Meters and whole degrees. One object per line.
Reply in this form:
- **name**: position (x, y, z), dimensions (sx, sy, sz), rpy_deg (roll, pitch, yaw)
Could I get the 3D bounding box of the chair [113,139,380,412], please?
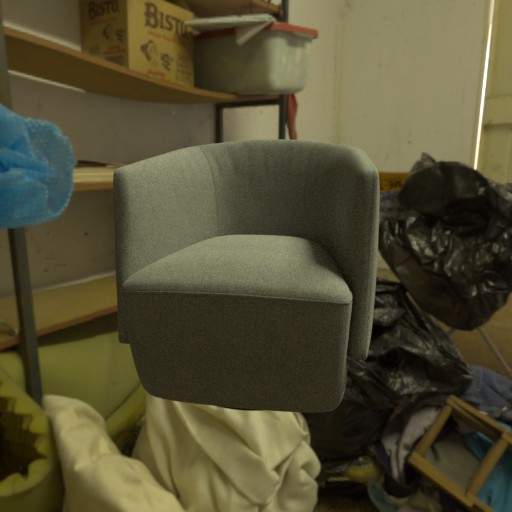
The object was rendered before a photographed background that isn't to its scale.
- **chair**: position (0.000, 0.000, 1.633), dimensions (0.822, 0.861, 0.986), rpy_deg (2, 13, 9)
